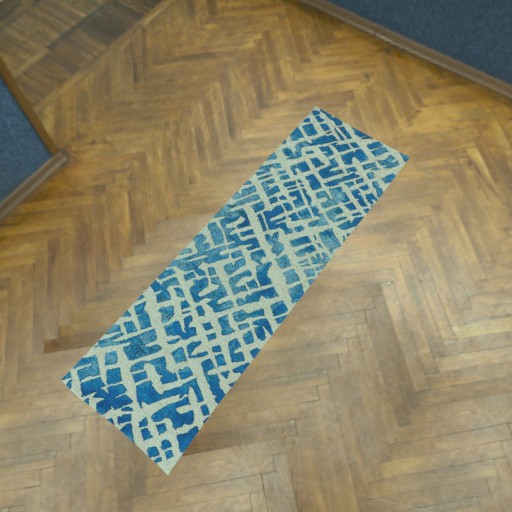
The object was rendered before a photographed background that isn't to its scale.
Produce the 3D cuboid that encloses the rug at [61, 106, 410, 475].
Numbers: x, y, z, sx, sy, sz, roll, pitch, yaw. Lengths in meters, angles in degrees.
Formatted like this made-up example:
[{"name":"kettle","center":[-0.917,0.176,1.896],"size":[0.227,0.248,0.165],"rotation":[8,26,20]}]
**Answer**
[{"name":"rug","center":[0.000,0.000,2.694],"size":[0.768,0.011,2.446],"rotation":[34,69,15]}]
